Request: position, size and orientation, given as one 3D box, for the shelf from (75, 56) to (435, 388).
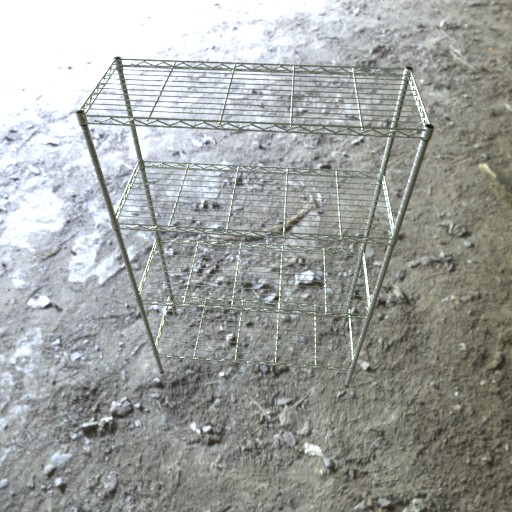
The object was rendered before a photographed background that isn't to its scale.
[{"bbox_3d":[0.000,0.000,1.720,0.907,1.360,0.352,3,47,3],"label":"shelf"}]
